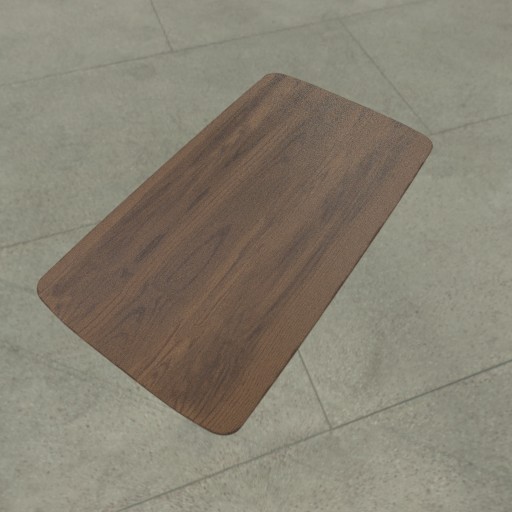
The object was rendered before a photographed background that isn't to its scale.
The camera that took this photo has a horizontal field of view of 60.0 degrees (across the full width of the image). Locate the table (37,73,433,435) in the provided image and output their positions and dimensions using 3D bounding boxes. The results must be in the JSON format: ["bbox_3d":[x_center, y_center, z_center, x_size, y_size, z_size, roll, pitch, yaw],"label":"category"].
[{"bbox_3d":[0.000,0.000,2.167,0.949,0.765,1.643,31,63,18],"label":"table"}]
